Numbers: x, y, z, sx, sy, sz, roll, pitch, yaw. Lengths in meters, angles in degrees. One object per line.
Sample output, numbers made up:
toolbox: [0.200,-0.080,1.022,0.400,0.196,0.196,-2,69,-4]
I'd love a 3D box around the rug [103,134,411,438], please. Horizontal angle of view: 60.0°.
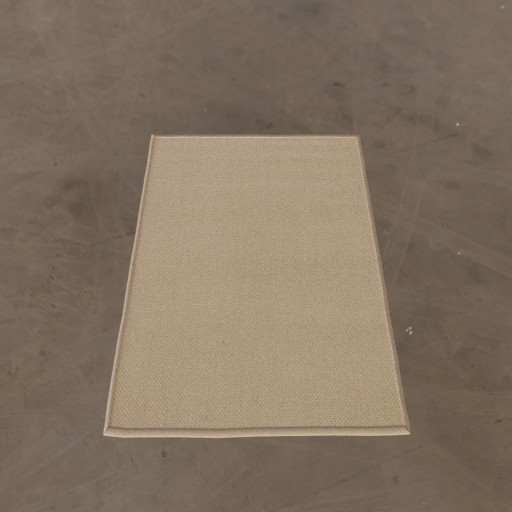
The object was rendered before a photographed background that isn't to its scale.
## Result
rug: [0.000,0.000,2.715,1.525,0.020,2.081,0,59,0]
